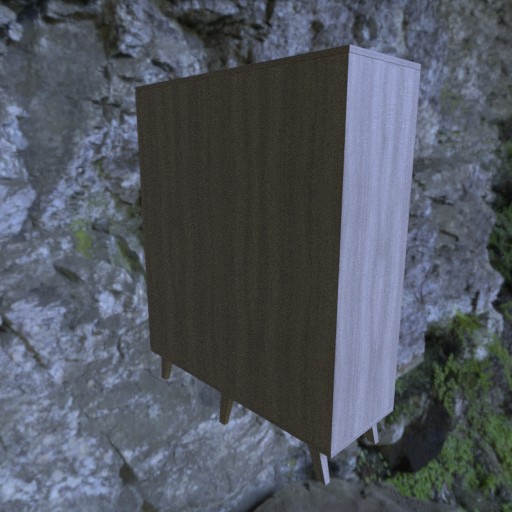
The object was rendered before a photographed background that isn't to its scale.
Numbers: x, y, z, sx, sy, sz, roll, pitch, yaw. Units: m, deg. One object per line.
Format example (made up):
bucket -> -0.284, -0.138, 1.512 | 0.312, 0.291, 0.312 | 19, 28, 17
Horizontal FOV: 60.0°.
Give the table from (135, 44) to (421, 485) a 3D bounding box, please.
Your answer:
table -> 0.000, 0.000, 1.835 | 0.398, 1.388, 1.111 | -13, 18, -42
